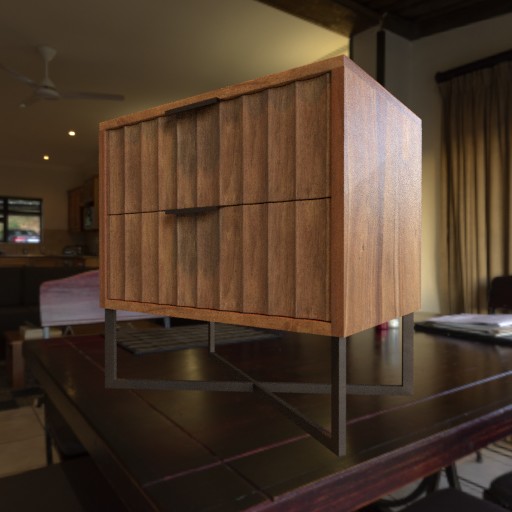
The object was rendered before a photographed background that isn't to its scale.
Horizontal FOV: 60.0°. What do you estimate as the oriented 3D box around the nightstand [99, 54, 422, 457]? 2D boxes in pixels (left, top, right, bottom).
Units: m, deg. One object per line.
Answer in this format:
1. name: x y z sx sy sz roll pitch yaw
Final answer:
1. nightstand: 0.000 0.000 1.009 0.613 0.615 0.427 0 1 36
